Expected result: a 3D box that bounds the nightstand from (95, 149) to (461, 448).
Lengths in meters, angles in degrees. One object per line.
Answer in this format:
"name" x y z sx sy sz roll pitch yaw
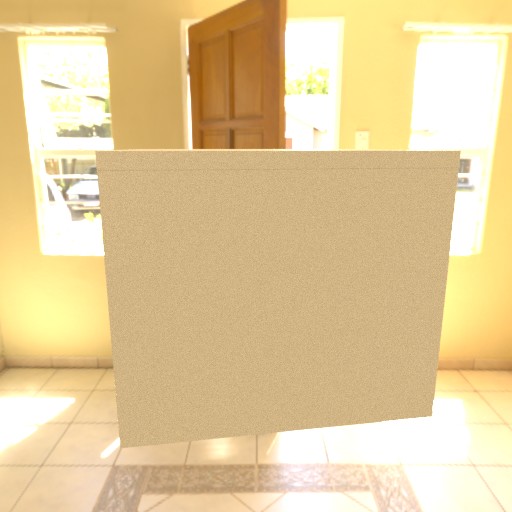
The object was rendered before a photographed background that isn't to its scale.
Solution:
"nightstand" 0.000 0.000 0.751 0.408 0.351 0.470 -2 14 -9
